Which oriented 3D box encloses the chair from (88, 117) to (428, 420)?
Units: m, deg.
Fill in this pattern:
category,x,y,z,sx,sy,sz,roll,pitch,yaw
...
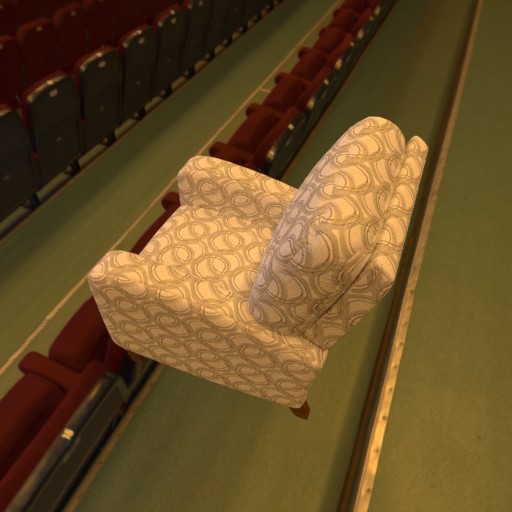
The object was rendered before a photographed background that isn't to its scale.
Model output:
category,x,y,z,sx,sy,sz,roll,pitch,yaw
chair,0.000,0.000,1.724,0.995,1.065,0.796,17,49,15
